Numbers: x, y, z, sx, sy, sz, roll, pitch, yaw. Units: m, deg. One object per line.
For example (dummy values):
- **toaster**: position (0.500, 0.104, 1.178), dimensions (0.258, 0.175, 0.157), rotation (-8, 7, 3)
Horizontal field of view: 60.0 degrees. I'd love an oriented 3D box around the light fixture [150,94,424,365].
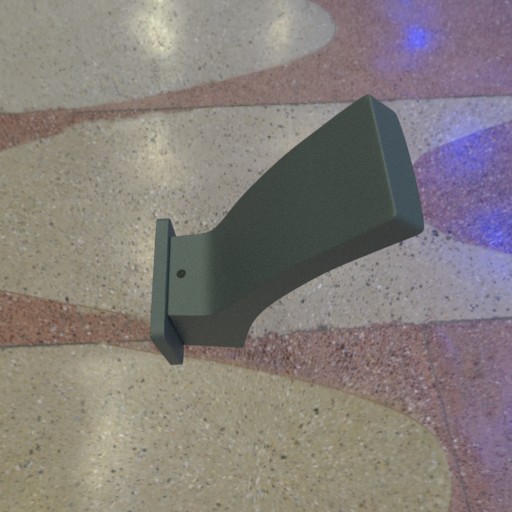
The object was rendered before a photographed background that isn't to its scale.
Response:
- **light fixture**: position (0.000, 0.000, 0.337), dimensions (0.174, 0.243, 0.108), rotation (-3, 64, -1)
